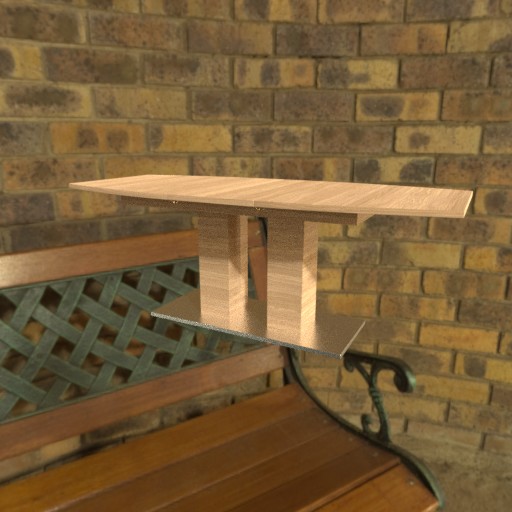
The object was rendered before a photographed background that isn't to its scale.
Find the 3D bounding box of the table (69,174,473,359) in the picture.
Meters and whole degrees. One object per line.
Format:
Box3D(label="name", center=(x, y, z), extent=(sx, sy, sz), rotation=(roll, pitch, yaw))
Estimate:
Box3D(label="table", center=(0.000, 0.000, 2.424), extent=(2.032, 0.750, 0.900), rotation=(8, 17, 27))
